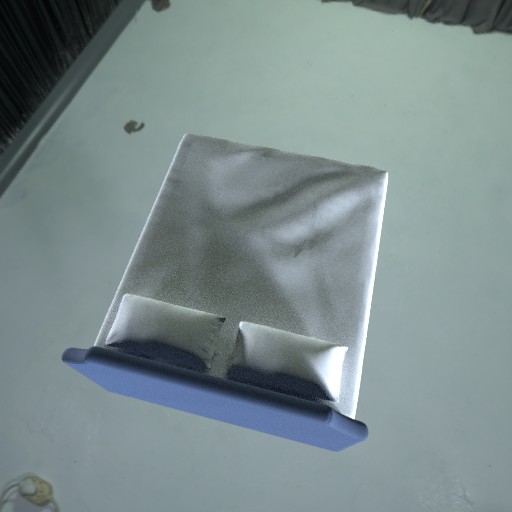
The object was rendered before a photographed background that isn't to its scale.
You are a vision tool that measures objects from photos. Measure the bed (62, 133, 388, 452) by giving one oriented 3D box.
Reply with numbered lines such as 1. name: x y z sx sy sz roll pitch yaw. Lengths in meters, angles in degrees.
1. bed: 0.000 0.000 4.063 2.350 1.488 2.773 12 63 6
